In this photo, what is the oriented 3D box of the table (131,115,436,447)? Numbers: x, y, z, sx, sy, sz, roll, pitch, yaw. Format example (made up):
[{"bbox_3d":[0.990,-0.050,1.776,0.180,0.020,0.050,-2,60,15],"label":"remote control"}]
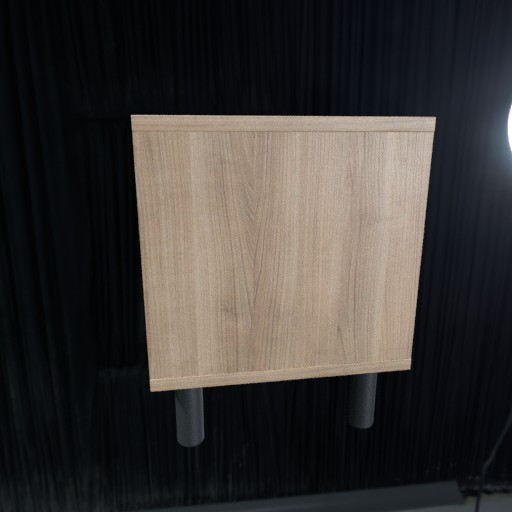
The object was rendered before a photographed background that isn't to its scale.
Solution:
[{"bbox_3d":[0.000,0.000,0.791,0.380,0.460,0.445,-2,16,-9],"label":"table"}]
